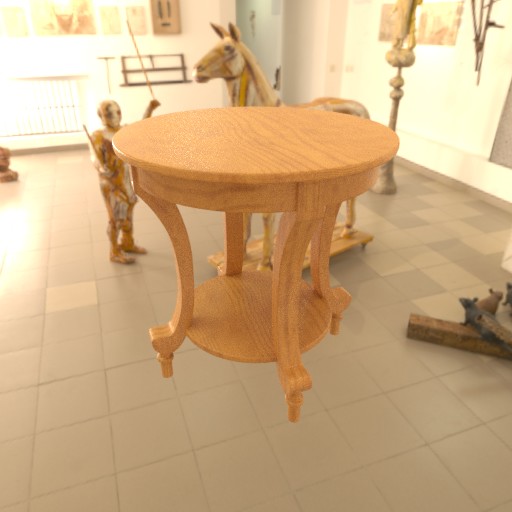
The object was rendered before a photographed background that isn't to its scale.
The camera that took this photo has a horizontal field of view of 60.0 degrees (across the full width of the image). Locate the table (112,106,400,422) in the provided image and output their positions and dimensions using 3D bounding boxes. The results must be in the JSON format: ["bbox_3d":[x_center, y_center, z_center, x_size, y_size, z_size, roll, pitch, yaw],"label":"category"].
[{"bbox_3d":[0.000,0.000,1.099,0.597,0.612,0.597,0,28,0],"label":"table"}]
